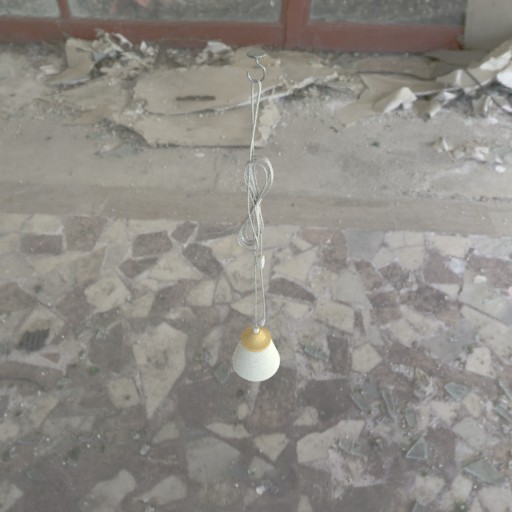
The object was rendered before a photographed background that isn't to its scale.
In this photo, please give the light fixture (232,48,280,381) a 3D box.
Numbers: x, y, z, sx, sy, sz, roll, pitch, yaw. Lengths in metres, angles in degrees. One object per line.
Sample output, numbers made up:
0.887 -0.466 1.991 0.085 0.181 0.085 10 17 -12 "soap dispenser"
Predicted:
0.000 0.000 1.076 0.153 0.966 0.153 31 54 26 "light fixture"
